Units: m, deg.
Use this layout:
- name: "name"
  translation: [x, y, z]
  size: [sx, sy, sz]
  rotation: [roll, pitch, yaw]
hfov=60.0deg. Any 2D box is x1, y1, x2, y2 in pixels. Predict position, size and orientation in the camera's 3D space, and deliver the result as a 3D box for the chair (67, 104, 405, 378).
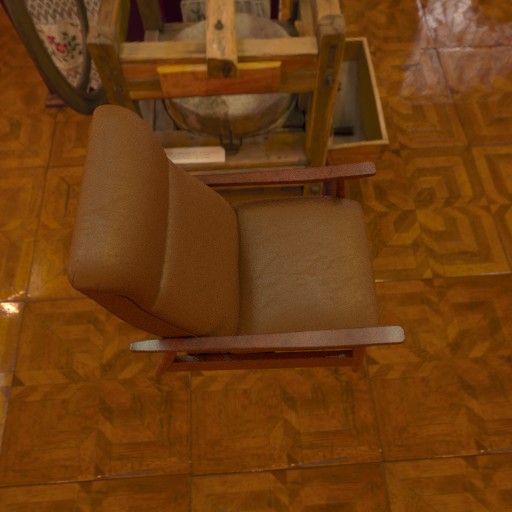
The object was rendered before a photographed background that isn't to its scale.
- name: "chair"
  translation: [0.000, 0.000, 1.752]
  size: [1.014, 1.082, 0.762]
  rotation: [-1, 65, -1]
